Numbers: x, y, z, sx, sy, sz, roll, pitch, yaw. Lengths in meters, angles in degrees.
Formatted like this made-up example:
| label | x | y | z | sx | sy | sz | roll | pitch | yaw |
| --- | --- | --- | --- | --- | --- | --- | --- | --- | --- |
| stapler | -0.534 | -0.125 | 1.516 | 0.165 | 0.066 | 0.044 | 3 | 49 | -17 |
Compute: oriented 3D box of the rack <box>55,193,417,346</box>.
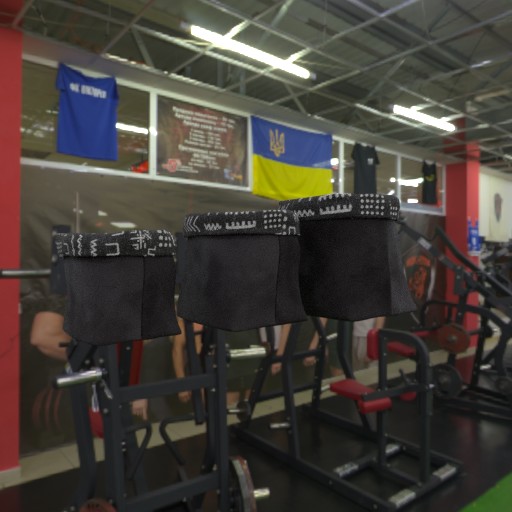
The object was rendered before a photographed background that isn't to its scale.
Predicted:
| label | x | y | z | sx | sy | sz | roll | pitch | yaw |
| --- | --- | --- | --- | --- | --- | --- | --- | --- | --- |
| rack | 0.000 | 0.000 | 1.109 | 0.905 | 0.323 | 0.379 | 0 | 0 | -37 |
